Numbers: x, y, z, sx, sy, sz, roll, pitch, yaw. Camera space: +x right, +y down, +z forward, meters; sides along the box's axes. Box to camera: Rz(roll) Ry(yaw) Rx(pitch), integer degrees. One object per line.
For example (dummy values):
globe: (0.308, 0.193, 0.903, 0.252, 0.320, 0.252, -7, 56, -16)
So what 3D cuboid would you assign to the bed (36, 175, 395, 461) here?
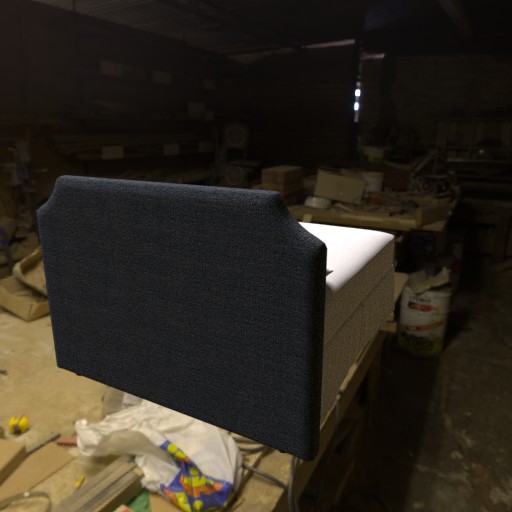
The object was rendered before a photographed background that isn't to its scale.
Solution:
bed: (0.000, 0.000, 3.261, 1.828, 1.297, 2.208, 9, 19, 28)
